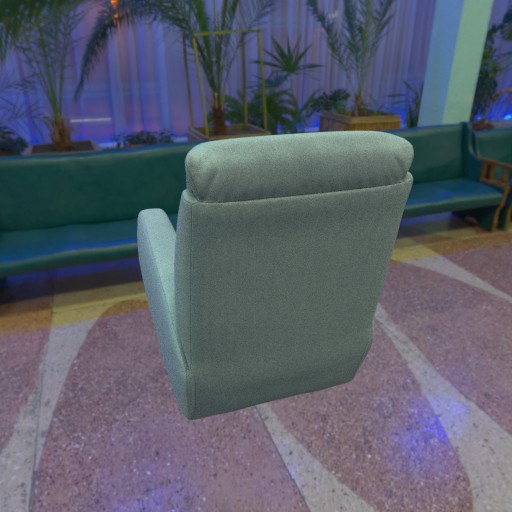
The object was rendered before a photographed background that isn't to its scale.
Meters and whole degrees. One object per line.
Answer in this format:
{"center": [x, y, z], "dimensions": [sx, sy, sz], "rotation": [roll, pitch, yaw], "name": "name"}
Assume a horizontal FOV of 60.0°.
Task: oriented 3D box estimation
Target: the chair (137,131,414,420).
{"center": [0.000, 0.000, 1.643], "dimensions": [0.812, 1.013, 0.940], "rotation": [-8, 27, -16], "name": "chair"}
